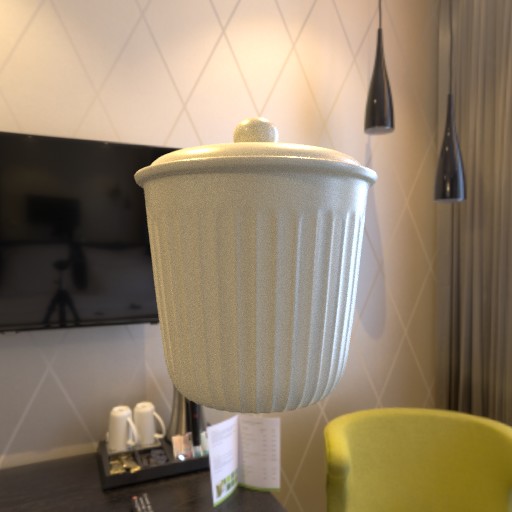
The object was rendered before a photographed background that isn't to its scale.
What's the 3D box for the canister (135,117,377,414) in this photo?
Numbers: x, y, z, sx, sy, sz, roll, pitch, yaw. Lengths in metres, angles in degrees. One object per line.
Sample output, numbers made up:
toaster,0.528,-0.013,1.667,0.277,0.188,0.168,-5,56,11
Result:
canister,0.000,0.000,0.343,0.181,0.211,0.181,0,1,0
